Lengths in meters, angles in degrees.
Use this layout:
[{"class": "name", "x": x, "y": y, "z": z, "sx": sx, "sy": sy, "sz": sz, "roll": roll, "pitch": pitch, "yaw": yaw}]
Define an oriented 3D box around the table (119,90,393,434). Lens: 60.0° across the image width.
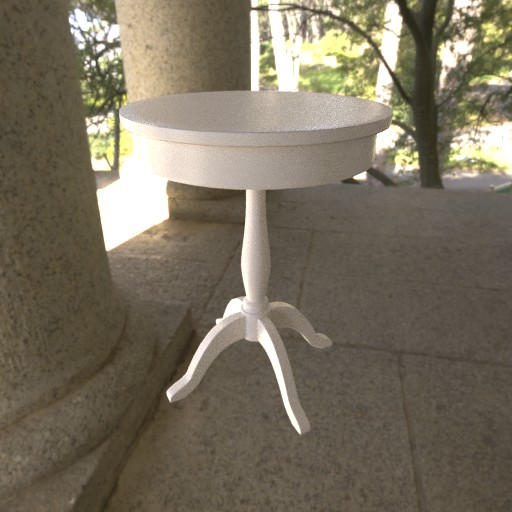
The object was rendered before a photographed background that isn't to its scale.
[{"class": "table", "x": 0.000, "y": 0.000, "z": 1.005, "sx": 0.513, "sy": 0.653, "sz": 0.513, "roll": 0, "pitch": 27, "yaw": 0}]
